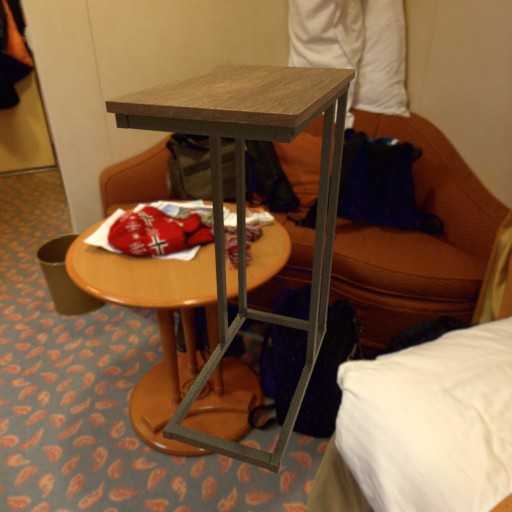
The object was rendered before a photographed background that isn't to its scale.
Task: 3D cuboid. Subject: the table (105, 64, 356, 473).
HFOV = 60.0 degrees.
[{"bbox_3d":[0.000,0.000,0.862,0.254,0.637,0.450,10,30,17],"label":"table"}]
